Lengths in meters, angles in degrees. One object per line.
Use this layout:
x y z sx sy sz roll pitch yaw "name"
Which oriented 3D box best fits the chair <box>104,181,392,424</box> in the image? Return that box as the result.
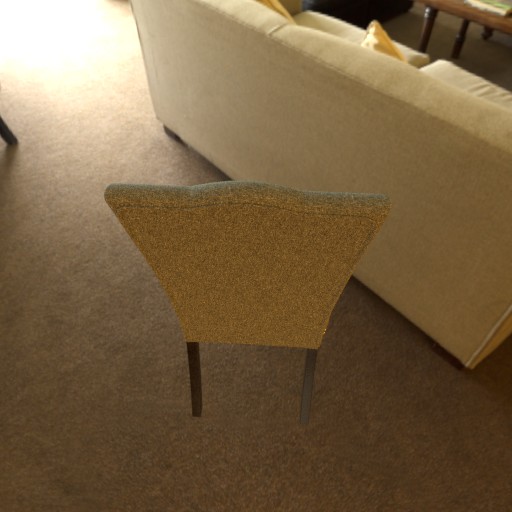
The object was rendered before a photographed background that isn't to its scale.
0.000 0.000 1.261 0.518 0.946 0.589 3 49 2 "chair"
